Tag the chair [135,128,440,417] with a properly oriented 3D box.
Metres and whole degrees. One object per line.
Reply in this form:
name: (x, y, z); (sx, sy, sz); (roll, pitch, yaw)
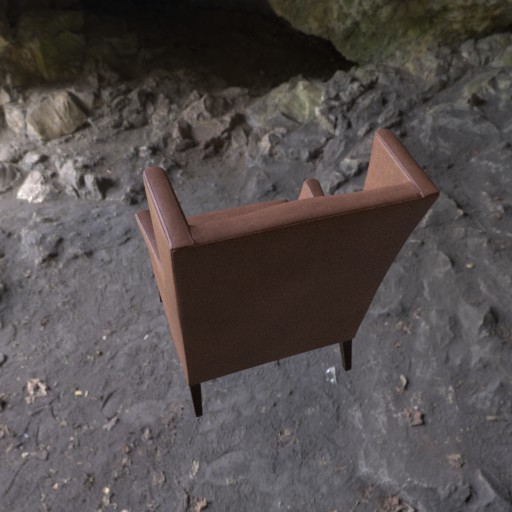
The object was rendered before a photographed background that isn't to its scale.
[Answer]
chair: (0.000, 0.000, 1.708); (0.815, 1.088, 0.913); (-13, 43, -14)
